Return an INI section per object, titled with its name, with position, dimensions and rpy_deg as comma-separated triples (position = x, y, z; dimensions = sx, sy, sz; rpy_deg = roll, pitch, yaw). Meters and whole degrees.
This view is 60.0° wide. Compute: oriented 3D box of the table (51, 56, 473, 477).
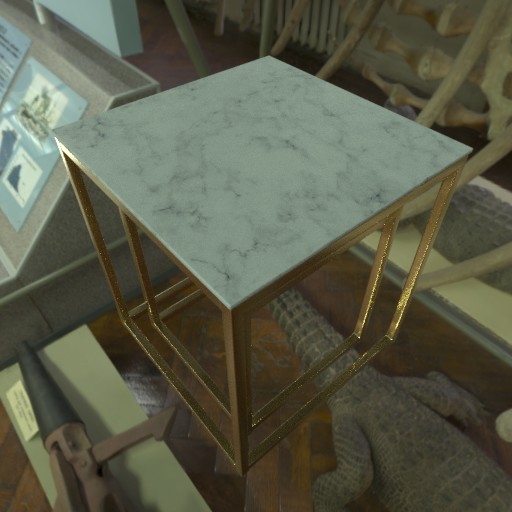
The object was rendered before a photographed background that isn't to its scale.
[table]
position = 0.000, 0.000, 0.842
dimensions = 0.450, 0.500, 0.450
rpy_deg = -31, 53, -27
